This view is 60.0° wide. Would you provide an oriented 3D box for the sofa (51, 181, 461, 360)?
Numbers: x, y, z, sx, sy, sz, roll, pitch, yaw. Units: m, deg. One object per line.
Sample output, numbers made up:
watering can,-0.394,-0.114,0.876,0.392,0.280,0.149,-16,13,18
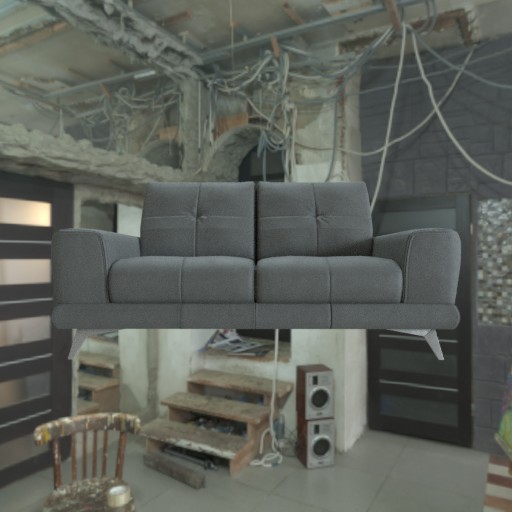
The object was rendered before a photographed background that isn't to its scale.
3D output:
sofa,0.000,0.000,2.386,1.806,0.907,1.018,0,0,0
